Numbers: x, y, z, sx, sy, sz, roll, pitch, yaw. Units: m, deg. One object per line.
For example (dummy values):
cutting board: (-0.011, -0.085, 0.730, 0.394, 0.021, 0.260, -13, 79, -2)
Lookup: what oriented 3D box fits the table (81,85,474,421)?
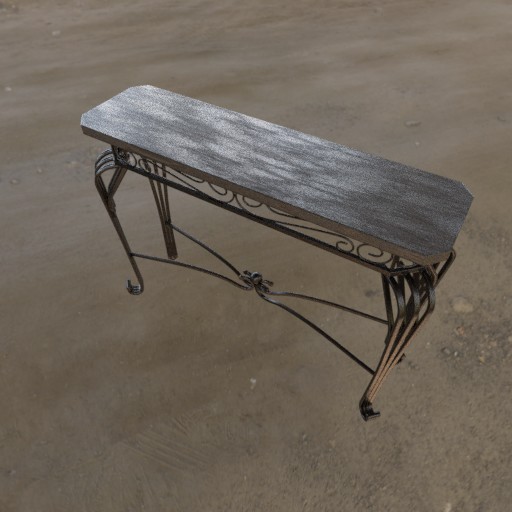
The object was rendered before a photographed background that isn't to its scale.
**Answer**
table: (0.000, 0.000, 1.461, 1.112, 0.800, 0.329, 24, 51, 21)
